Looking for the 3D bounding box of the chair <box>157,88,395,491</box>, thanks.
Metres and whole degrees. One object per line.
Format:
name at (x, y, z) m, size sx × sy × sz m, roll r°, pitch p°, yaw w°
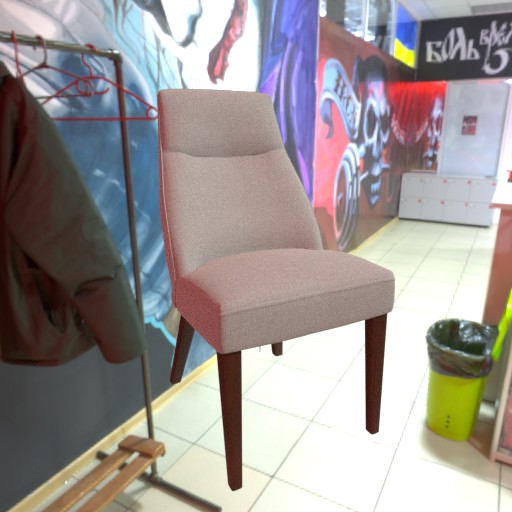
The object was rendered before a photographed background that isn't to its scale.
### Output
chair at (0.000, 0.000, 1.268) m, size 0.500 × 0.930 × 0.620 m, roll -8°, pitch 18°, yaw -27°
